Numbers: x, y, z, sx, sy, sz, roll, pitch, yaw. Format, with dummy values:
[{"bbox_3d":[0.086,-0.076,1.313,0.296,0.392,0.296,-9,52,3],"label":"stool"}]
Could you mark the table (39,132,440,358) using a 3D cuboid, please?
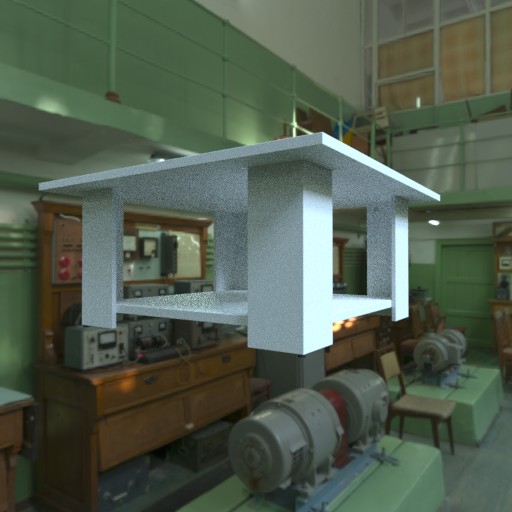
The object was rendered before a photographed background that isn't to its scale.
[{"bbox_3d":[0.000,0.000,1.035,0.670,0.305,0.670,0,-1,35],"label":"table"}]
